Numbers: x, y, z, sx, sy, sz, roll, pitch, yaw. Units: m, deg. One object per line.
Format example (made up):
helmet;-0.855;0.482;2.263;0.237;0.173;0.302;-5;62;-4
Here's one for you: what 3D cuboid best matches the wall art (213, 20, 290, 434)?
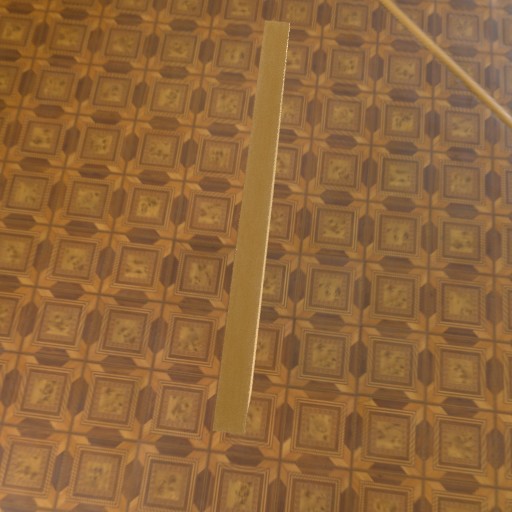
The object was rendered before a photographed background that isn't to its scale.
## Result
wall art;0.000;0.000;0.767;0.033;0.509;0.510;6;76;2
